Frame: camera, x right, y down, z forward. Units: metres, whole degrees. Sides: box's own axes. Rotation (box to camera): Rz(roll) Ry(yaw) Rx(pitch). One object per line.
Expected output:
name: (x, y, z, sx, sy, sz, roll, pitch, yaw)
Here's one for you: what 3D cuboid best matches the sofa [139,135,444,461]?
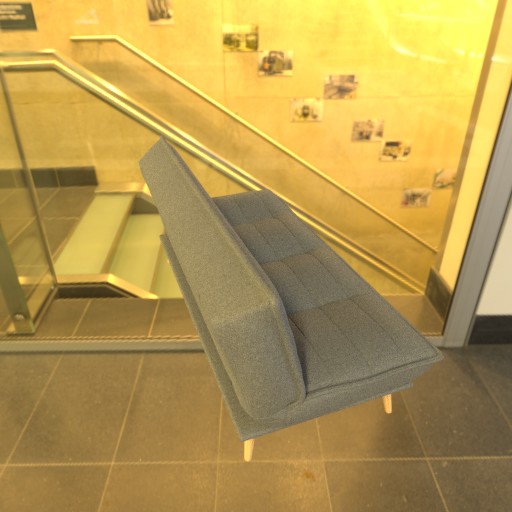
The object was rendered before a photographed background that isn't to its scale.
sofa: (0.000, 0.000, 2.428, 0.950, 0.890, 1.940, -11, 32, -18)
